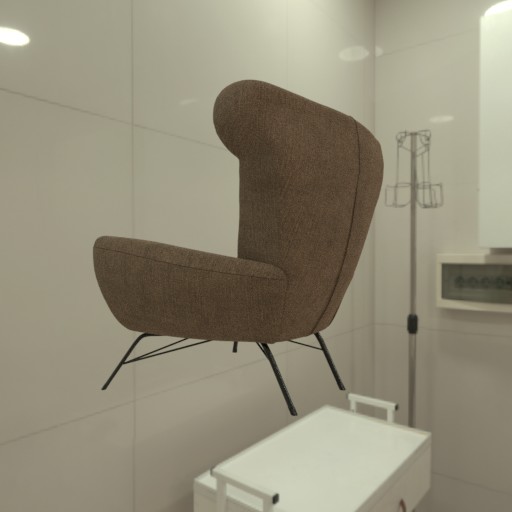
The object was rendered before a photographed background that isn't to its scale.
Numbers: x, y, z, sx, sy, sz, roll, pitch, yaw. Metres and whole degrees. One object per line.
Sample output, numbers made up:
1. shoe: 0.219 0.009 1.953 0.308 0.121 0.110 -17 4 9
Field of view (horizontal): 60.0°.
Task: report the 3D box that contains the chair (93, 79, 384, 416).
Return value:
1. chair: 0.000 0.000 1.783 0.900 1.040 0.980 1 1 37
